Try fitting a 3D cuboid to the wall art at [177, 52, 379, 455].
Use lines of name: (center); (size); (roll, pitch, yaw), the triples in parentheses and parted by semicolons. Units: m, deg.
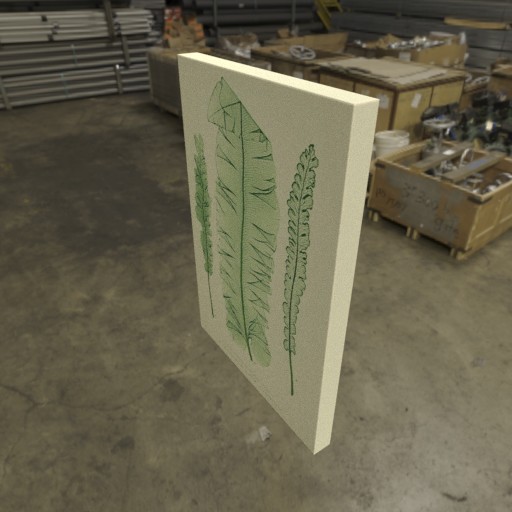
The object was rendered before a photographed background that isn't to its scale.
wall art: (0.000, 0.000, 0.781); (0.038, 0.608, 0.418); (-20, 38, -29)
